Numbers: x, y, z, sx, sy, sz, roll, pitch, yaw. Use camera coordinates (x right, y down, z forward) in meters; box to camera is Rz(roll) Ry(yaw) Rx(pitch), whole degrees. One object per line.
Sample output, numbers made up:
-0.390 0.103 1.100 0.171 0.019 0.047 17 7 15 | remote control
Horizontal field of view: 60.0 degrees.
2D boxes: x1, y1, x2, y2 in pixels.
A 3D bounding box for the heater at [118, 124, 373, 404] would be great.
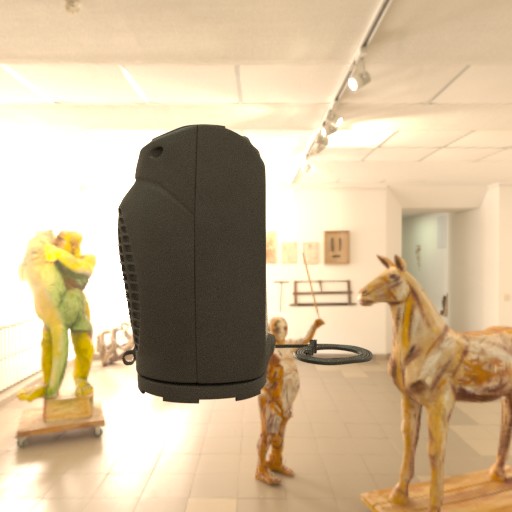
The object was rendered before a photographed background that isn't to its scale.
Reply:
0.000 0.000 0.486 0.291 0.255 0.239 0 1 0 | heater
